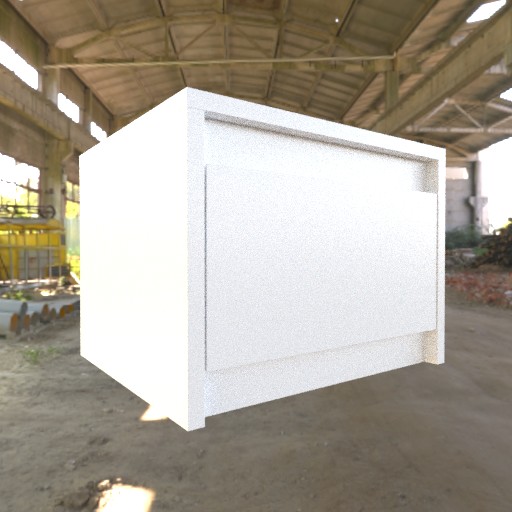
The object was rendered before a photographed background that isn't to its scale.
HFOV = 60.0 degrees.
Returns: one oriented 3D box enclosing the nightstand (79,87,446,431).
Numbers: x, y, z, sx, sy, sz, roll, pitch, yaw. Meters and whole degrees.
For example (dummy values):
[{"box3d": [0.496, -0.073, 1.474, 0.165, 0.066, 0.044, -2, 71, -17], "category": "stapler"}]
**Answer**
[{"box3d": [0.000, 0.000, 0.754, 0.470, 0.351, 0.408, -1, 1, -36], "category": "nightstand"}]
